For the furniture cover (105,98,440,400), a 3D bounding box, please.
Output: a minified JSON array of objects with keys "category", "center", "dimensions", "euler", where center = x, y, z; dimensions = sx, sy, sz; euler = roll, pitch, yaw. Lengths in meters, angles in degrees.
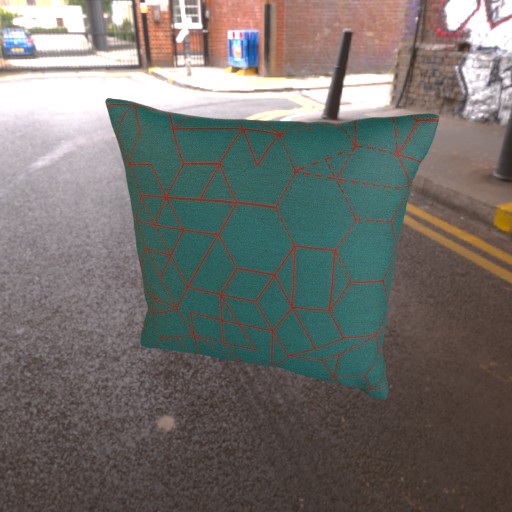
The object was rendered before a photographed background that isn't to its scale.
[{"category":"furniture cover","center":[0.000,0.000,0.776],"dimensions":[0.517,0.508,0.158],"euler":[8,28,15]}]
